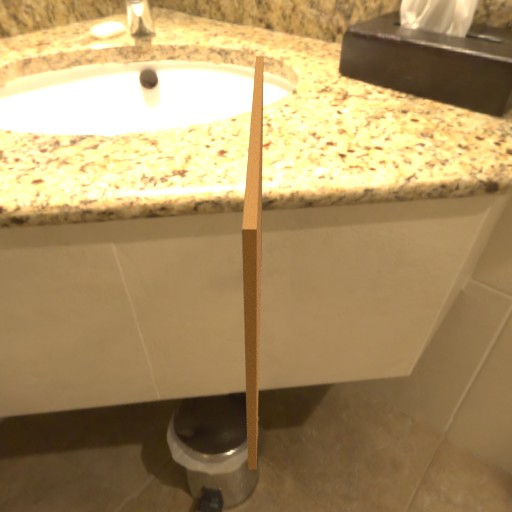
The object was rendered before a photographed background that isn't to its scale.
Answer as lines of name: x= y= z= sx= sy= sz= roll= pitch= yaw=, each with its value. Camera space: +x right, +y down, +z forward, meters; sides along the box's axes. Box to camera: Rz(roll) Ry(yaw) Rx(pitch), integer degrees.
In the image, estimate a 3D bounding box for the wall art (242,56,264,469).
wall art: x=0.000 y=0.000 z=0.690 sx=0.013 sy=0.455 sz=0.457 roll=1 pitch=41 yaw=1
